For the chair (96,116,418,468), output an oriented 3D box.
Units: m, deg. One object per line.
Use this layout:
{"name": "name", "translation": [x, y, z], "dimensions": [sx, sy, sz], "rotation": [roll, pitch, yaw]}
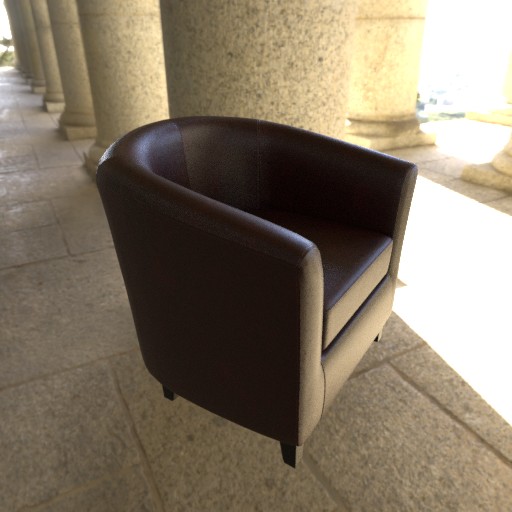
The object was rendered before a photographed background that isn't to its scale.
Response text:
{"name": "chair", "translation": [0.000, 0.000, 1.365], "dimensions": [0.727, 0.756, 0.792], "rotation": [16, 31, 29]}
